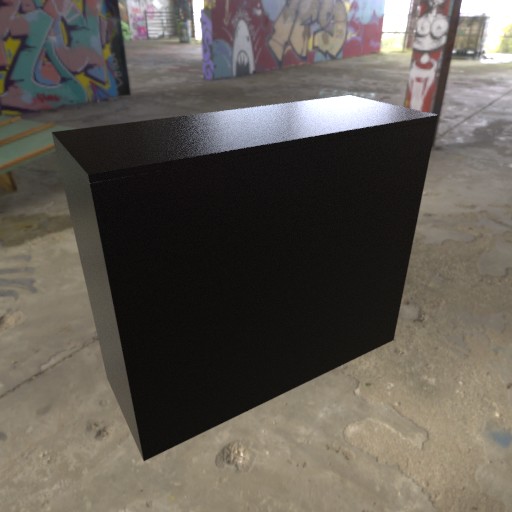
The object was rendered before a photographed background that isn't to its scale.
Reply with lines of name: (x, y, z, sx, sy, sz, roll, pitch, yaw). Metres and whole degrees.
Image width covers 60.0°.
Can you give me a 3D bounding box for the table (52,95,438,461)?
table: (0.000, 0.000, 1.330, 0.930, 0.790, 0.380, -17, 34, -27)
